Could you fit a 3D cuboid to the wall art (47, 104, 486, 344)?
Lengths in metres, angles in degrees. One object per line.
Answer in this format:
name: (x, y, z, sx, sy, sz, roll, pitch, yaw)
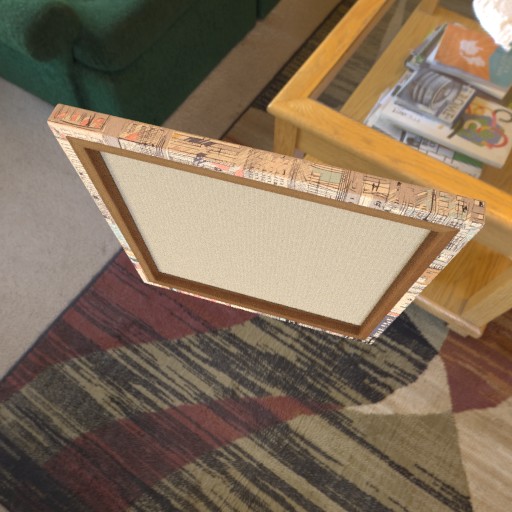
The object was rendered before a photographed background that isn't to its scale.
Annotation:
wall art: (0.000, 0.000, 0.870, 0.607, 0.608, 0.038, 14, 66, 7)
